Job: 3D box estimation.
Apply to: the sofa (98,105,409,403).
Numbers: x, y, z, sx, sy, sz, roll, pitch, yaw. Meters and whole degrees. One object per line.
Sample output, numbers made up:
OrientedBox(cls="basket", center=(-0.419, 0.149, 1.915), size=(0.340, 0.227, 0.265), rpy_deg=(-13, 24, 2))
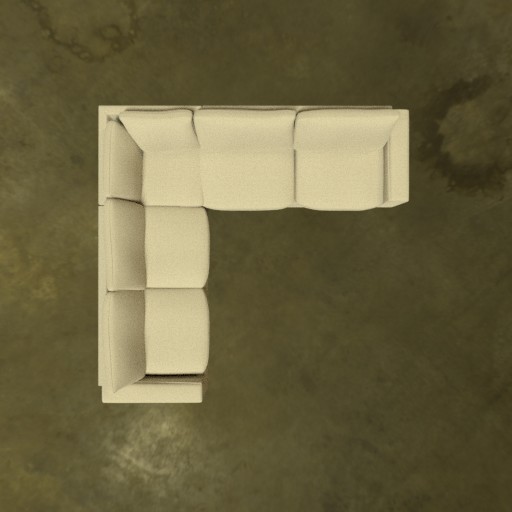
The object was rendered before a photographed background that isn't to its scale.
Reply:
OrientedBox(cls="sofa", center=(0.000, 0.000, 4.723), size=(3.206, 0.918, 3.066), rpy_deg=(0, 90, 0))
